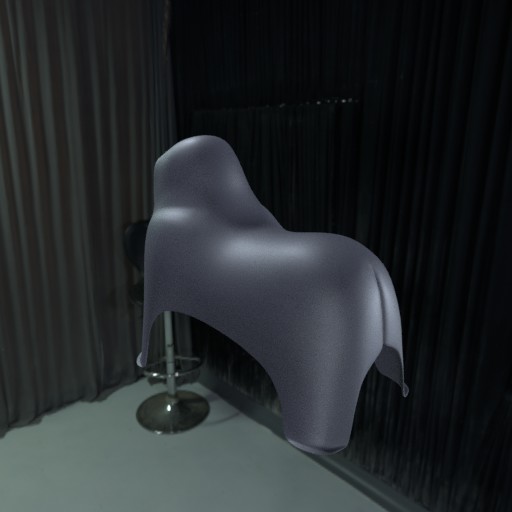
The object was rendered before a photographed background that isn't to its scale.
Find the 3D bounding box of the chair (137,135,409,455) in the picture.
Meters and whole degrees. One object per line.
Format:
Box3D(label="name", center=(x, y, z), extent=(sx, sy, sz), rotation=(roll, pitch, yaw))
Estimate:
Box3D(label="chair", center=(0.000, 0.000, 1.143), extent=(0.490, 0.600, 0.758), rotation=(-15, 21, -43))
